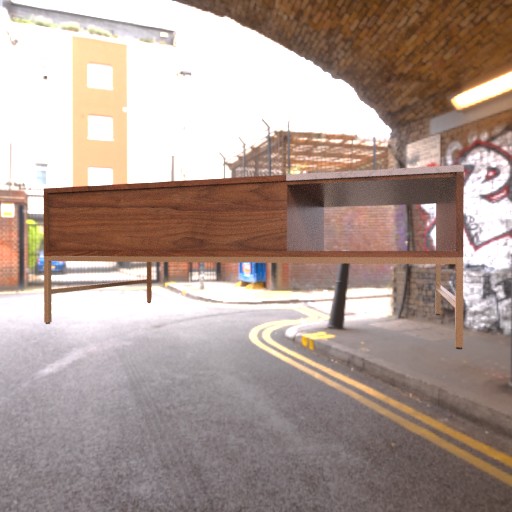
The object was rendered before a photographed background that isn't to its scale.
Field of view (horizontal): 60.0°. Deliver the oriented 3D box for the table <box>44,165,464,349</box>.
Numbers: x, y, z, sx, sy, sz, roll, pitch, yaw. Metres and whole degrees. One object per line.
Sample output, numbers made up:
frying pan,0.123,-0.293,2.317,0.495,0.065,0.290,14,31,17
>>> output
table,0.000,0.000,1.933,1.553,0.551,0.789,0,0,18
